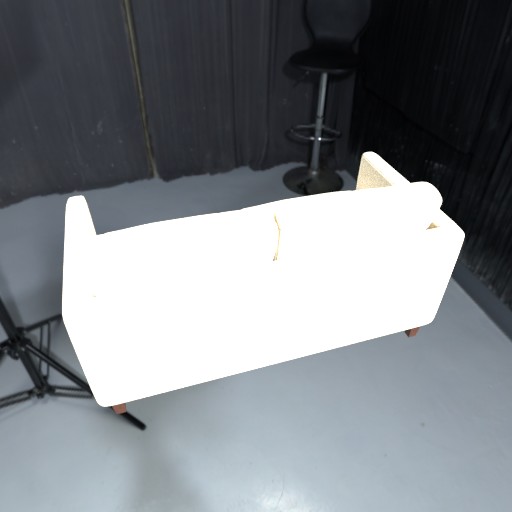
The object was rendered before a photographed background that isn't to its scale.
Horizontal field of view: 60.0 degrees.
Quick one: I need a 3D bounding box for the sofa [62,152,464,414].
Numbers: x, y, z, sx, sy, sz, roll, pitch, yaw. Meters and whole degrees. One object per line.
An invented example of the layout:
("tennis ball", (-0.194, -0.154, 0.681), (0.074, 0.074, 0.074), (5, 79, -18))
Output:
("sofa", (0.000, 0.000, 2.444), (1.884, 0.963, 0.950), (-11, 41, -13))
